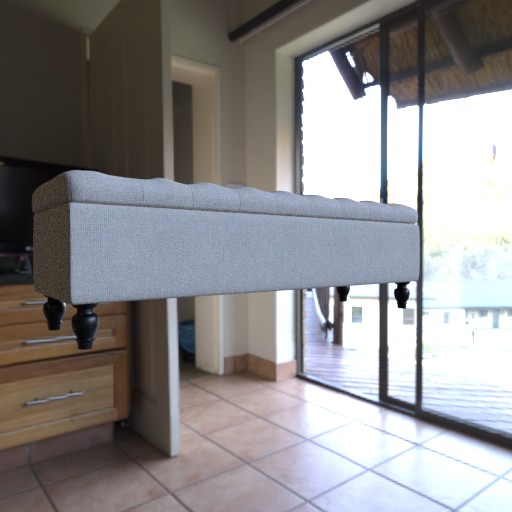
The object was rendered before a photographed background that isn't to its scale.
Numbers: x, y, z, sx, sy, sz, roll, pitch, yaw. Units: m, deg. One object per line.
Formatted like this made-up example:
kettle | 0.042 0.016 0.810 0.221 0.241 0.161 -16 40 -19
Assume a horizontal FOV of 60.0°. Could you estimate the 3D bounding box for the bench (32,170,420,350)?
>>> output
bench | 0.000 0.000 1.688 1.480 0.467 0.455 0 1 -37
